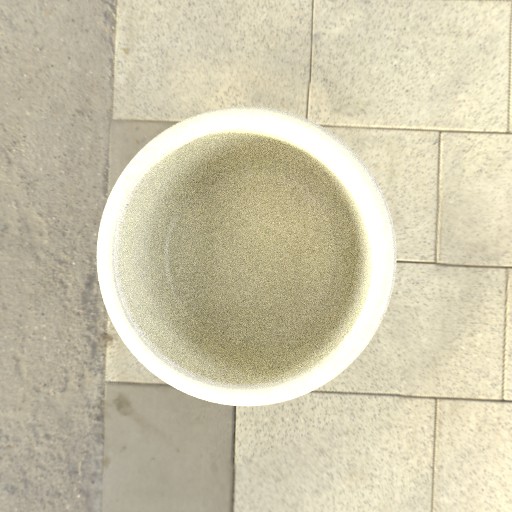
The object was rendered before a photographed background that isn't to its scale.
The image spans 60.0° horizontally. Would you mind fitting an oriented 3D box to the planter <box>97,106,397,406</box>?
[{"bbox_3d":[0.000,0.000,0.714,0.333,0.483,0.324,0,90,2],"label":"planter"}]
